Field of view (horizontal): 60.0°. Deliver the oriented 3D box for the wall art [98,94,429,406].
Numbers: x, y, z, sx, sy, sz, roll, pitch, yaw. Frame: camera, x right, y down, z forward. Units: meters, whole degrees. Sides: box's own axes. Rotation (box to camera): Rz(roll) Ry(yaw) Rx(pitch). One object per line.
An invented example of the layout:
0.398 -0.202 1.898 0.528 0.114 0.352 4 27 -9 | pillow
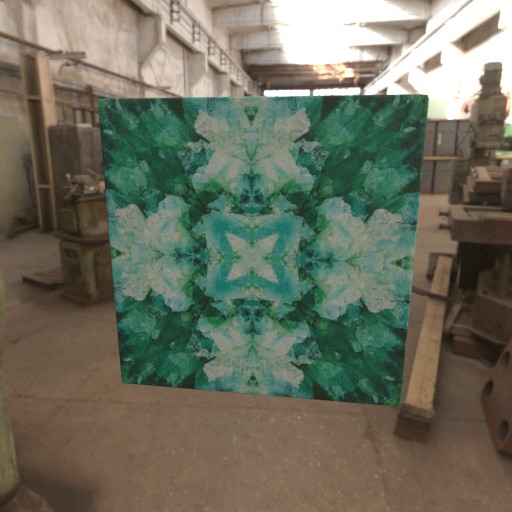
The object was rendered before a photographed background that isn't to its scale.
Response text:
0.000 0.000 0.752 0.507 0.508 0.038 2 15 8 | wall art
